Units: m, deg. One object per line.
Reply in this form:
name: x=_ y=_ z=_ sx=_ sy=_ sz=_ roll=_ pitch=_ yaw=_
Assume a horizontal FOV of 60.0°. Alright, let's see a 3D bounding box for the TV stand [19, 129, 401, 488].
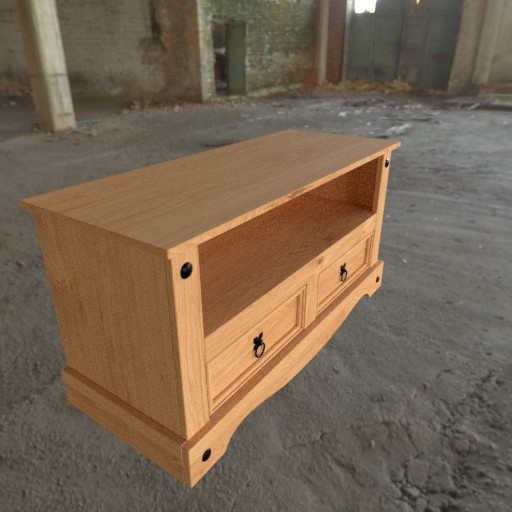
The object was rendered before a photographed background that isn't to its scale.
TV stand: x=0.000 y=0.000 z=1.316 sx=0.440 sy=0.550 sz=1.080 roll=17 pitch=30 yaw=32
